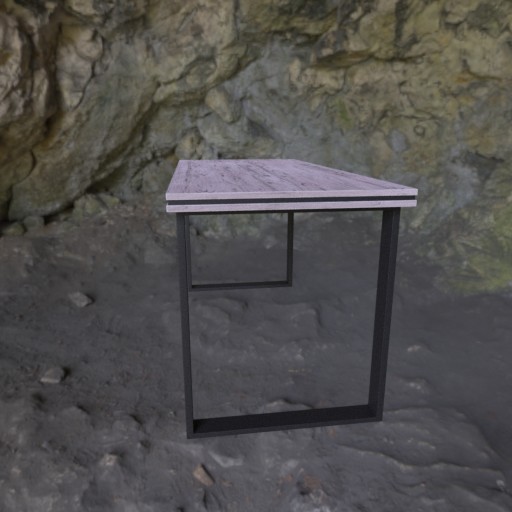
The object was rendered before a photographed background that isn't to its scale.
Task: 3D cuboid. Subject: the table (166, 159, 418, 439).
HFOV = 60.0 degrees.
[{"bbox_3d":[0.000,0.000,2.334,0.795,0.899,1.778,-2,16,-8],"label":"table"}]
